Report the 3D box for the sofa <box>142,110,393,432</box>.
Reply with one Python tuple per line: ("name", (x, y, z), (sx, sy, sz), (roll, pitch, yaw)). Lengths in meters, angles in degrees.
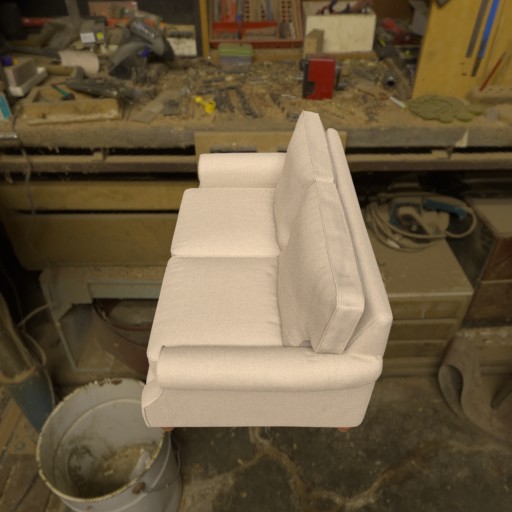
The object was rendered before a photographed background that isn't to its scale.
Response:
("sofa", (0.000, 0.000, 2.270), (0.964, 0.937, 1.665), (0, 41, 0))
